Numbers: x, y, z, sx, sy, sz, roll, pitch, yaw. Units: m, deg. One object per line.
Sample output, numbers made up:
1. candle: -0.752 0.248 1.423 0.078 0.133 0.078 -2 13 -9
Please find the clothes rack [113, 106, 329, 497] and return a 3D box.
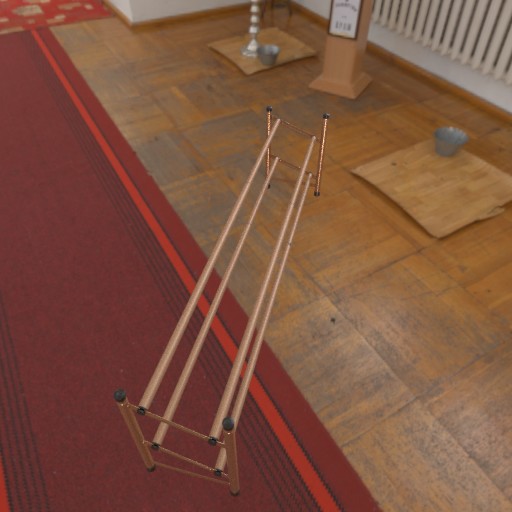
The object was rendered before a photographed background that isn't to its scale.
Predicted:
1. clothes rack: 0.000 0.000 1.291 0.229 0.349 1.168 11 46 10
